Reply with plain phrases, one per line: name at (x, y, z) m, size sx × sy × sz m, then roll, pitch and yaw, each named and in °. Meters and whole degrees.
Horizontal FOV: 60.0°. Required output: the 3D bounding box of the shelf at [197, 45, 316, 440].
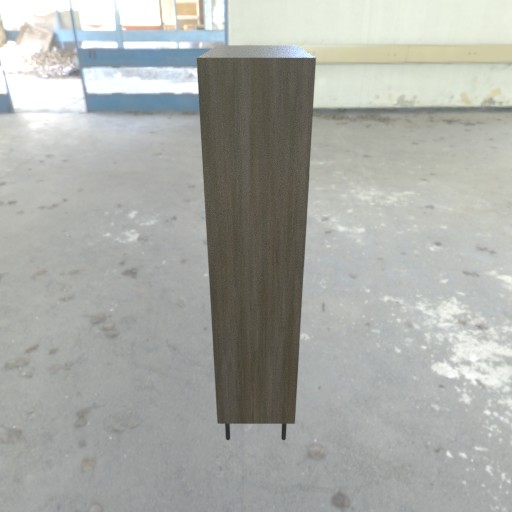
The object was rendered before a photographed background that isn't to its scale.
shelf at (0.000, 0.000, 1.833) m, size 0.323 × 1.545 × 0.670 m, roll 0°, pitch 28°, yaw 0°
